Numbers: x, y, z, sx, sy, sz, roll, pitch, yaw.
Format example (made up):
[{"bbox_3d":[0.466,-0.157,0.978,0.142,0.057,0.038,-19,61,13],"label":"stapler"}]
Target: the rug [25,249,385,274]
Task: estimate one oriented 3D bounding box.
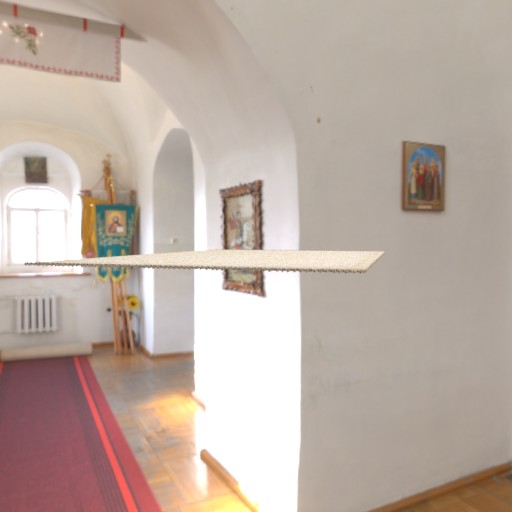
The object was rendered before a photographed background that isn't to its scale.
[{"bbox_3d":[0.000,0.000,2.282,1.223,0.015,1.771,1,3,18],"label":"rug"}]
